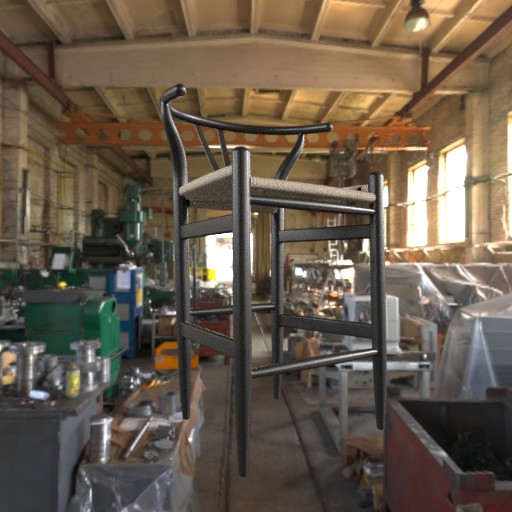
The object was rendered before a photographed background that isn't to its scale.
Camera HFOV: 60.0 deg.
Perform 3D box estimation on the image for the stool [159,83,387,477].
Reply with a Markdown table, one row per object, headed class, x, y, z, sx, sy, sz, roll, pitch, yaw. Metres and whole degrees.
| class | x | y | z | sx | sy | sz | roll | pitch | yaw |
| --- | --- | --- | --- | --- | --- | --- | --- | --- | --- |
| stool | 0.000 | 0.000 | 1.330 | 0.569 | 0.970 | 0.579 | 1 | -1 | -36 |
